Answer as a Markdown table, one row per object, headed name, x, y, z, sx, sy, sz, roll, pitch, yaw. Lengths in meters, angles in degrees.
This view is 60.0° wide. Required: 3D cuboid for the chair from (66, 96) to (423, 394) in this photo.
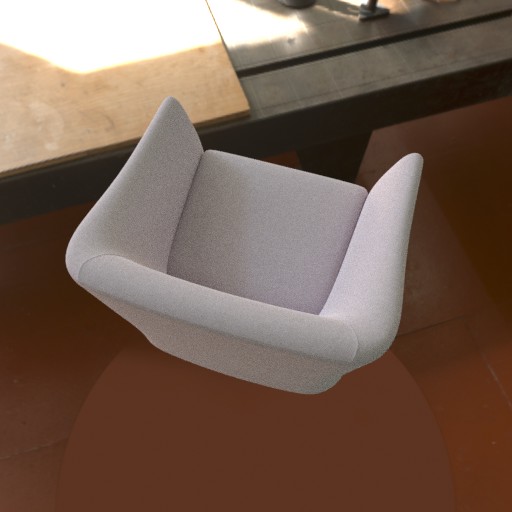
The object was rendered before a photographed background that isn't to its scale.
| name | x | y | z | sx | sy | sz | roll | pitch | yaw |
| --- | --- | --- | --- | --- | --- | --- | --- | --- | --- |
| chair | 0.000 | 0.000 | 1.347 | 0.790 | 0.720 | 0.700 | 15 | 65 | 7 |
